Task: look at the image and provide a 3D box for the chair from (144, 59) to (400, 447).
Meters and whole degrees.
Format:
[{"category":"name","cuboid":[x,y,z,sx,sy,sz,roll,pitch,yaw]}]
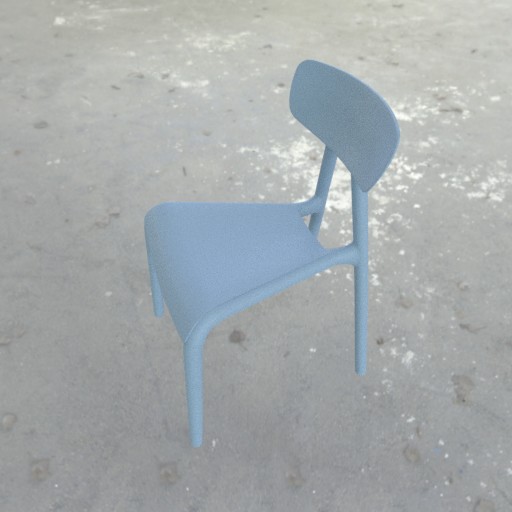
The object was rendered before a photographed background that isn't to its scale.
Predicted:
[{"category":"chair","cuboid":[0.000,0.000,0.816,0.401,0.580,0.356,-15,47,-15]}]
